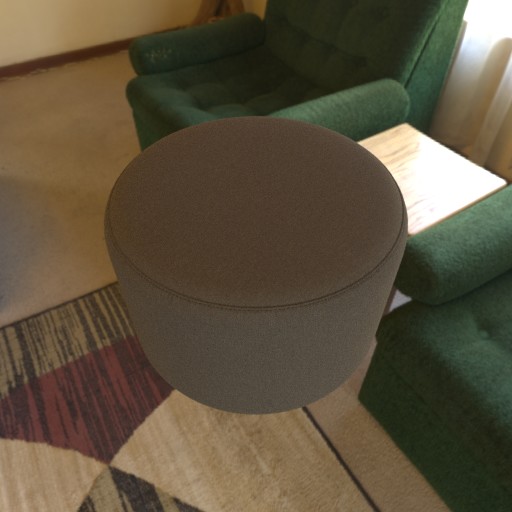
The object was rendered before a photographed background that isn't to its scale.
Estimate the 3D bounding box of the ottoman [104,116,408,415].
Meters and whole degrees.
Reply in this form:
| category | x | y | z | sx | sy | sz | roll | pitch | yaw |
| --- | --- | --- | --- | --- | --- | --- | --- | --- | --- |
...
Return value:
| category | x | y | z | sx | sy | sz | roll | pitch | yaw |
| --- | --- | --- | --- | --- | --- | --- | --- | --- | --- |
| ottoman | 0.000 | 0.000 | 1.018 | 0.608 | 0.433 | 0.608 | 0 | 47 | 0 |
